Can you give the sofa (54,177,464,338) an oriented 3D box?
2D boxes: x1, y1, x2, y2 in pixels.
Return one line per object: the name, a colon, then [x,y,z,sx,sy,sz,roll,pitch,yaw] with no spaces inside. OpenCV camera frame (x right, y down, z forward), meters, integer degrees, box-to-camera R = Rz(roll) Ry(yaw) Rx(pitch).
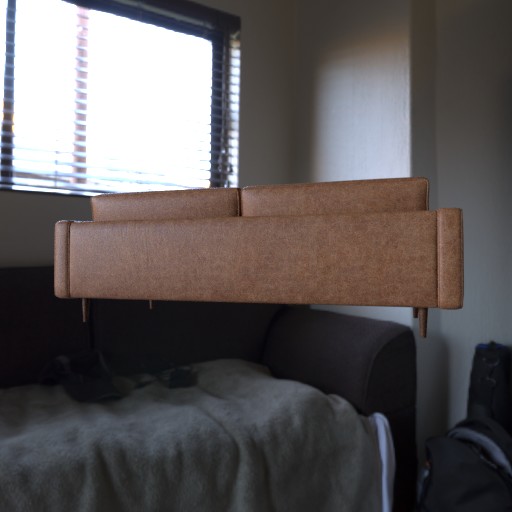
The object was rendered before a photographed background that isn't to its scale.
sofa: [0.000,0.000,2.683,2.200,0.770,0.919,0,-1,17]
